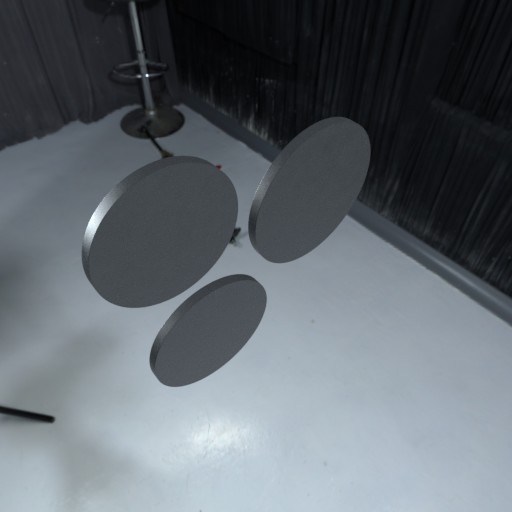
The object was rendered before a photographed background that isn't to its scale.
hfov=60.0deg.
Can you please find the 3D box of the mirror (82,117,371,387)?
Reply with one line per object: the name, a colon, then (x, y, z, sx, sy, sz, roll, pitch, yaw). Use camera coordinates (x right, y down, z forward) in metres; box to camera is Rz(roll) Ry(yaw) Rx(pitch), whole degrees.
mirror: (0.000, 0.000, 3.097, 2.160, 2.096, 0.076, -32, 55, -26)
